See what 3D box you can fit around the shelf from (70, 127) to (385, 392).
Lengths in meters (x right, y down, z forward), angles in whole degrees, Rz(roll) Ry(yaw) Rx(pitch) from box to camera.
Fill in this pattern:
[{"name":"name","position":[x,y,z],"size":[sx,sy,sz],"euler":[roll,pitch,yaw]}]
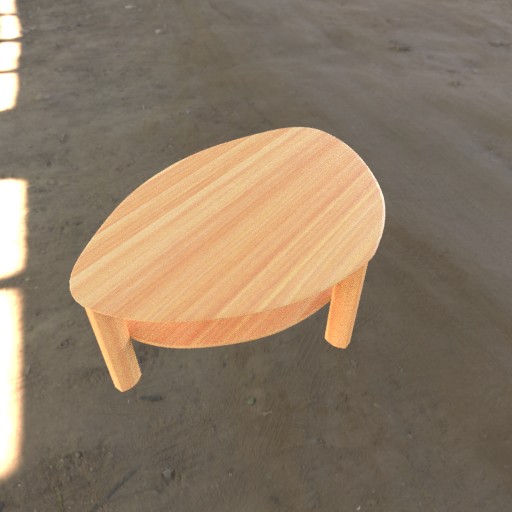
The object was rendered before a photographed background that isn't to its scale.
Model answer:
[{"name":"shelf","position":[0.000,0.000,1.632],"size":[0.845,0.440,1.246],"euler":[26,48,26]}]
